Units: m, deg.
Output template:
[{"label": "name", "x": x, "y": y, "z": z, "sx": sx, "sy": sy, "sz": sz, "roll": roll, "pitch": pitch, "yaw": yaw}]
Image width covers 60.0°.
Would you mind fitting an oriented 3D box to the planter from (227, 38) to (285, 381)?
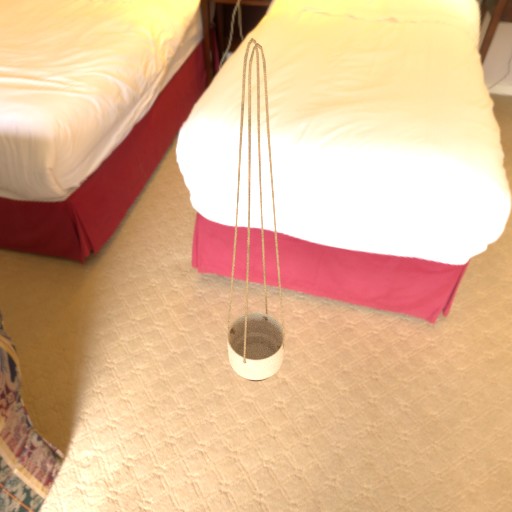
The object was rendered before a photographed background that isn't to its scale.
[{"label": "planter", "x": 0.000, "y": 0.000, "z": 0.903, "sx": 0.146, "sy": 0.841, "sz": 0.146, "roll": -18, "pitch": 49, "yaw": -16}]
